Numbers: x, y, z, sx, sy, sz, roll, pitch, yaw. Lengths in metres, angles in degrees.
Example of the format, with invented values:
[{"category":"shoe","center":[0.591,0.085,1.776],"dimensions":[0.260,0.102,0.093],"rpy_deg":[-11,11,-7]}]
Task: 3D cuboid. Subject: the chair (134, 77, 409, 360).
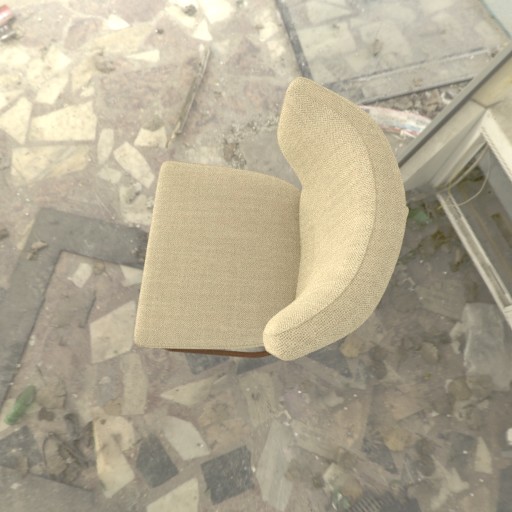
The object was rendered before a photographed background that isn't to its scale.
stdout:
[{"category":"chair","center":[0.000,0.000,1.259],"dimensions":[0.617,0.824,0.611],"rpy_deg":[4,74,1]}]
